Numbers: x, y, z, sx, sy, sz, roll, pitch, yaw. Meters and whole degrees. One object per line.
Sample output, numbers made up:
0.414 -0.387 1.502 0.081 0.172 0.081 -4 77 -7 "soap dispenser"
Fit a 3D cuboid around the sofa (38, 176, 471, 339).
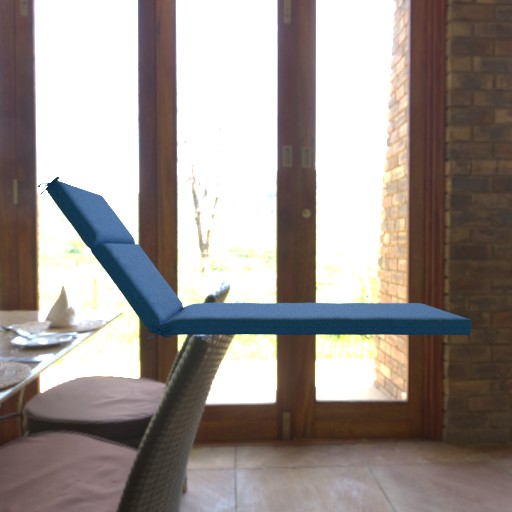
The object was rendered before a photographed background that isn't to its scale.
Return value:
0.000 0.000 1.947 1.663 0.622 0.582 0 1 0 "sofa"
